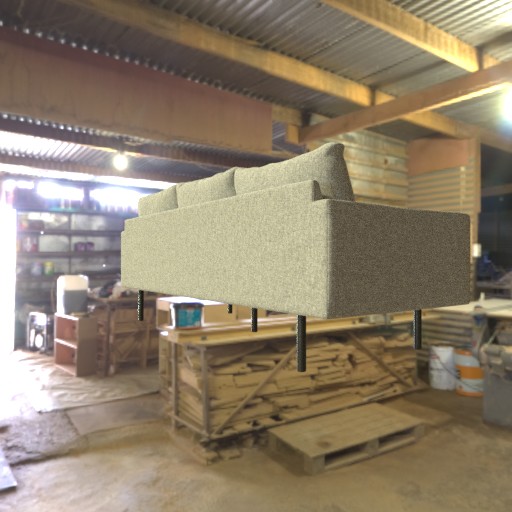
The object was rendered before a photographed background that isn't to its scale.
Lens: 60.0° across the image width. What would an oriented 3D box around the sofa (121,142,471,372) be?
[{"bbox_3d":[0.000,0.000,2.430,0.850,0.830,2.000,0,0,-35],"label":"sofa"}]
